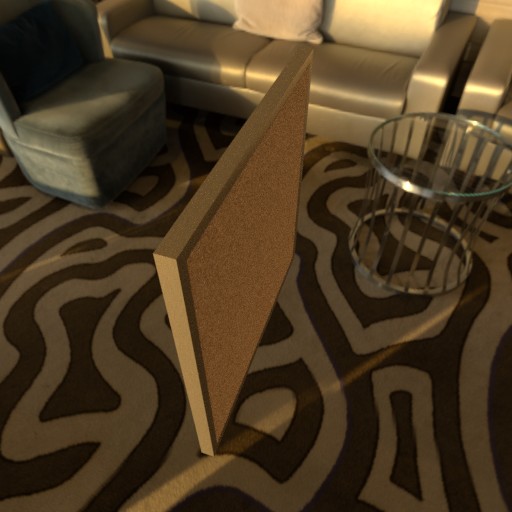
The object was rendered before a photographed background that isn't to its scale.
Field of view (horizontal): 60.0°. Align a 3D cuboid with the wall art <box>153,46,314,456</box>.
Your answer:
[{"bbox_3d":[0.000,0.000,1.143,0.036,0.765,0.767,14,48,13],"label":"wall art"}]
